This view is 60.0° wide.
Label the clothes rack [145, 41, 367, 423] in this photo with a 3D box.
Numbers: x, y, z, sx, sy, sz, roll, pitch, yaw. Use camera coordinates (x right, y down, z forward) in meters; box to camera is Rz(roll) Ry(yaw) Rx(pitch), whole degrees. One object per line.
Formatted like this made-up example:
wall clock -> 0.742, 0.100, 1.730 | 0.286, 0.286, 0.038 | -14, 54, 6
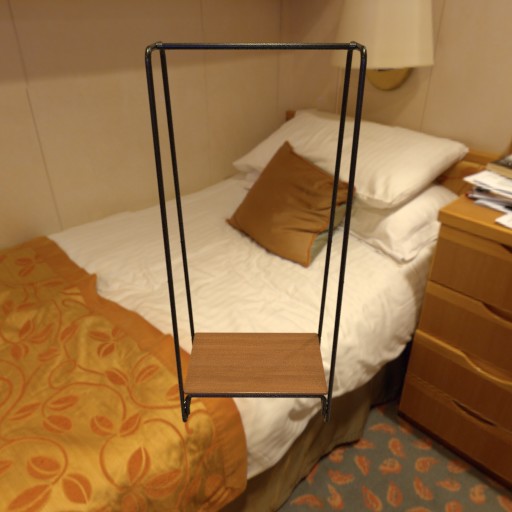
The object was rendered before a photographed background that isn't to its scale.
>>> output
clothes rack -> 0.000, 0.000, 1.726 | 0.640, 1.500, 0.400 | 0, 30, 0
